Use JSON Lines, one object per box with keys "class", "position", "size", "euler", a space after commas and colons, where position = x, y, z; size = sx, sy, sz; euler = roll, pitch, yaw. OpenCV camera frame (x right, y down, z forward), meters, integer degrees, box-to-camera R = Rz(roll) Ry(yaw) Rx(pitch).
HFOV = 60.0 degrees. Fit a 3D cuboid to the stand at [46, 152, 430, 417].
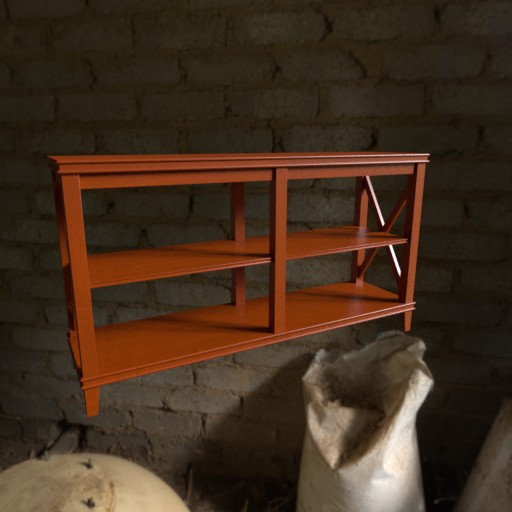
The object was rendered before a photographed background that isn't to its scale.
{"class": "stand", "position": [0.000, 0.000, 1.711], "size": [1.372, 0.762, 0.381], "euler": [-8, 16, -27]}
